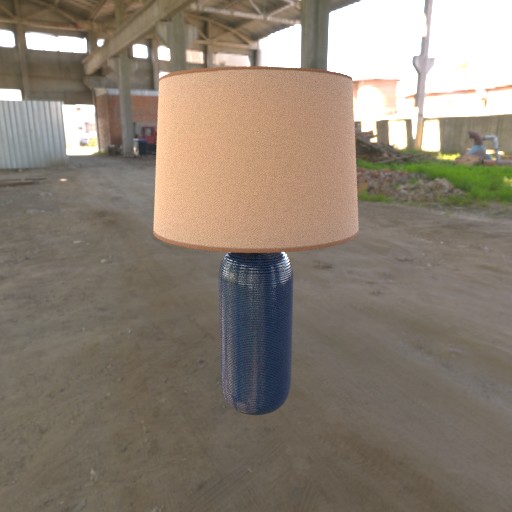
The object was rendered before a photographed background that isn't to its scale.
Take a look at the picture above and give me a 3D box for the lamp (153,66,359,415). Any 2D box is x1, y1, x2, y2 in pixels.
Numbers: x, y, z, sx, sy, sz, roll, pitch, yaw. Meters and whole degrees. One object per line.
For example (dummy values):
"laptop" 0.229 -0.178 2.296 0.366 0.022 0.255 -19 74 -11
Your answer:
"lamp" 0.000 0.000 0.825 0.367 0.609 0.367 0 15 0
